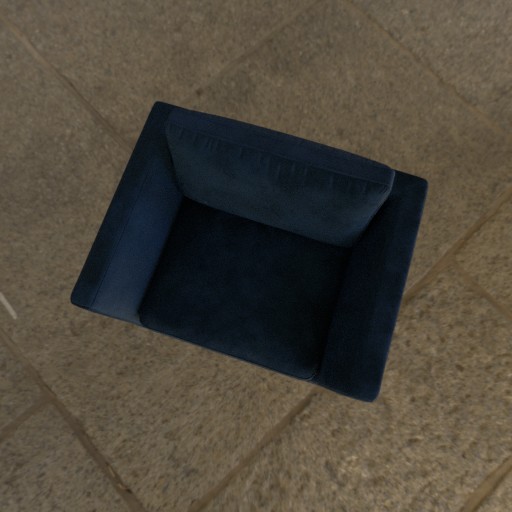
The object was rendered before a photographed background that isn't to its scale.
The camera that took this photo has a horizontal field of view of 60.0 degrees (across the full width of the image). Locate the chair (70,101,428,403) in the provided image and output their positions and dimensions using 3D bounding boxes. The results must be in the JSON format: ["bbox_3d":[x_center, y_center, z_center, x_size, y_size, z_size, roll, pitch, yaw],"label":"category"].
[{"bbox_3d":[0.000,0.000,1.614,0.977,0.893,0.746,17,76,4],"label":"chair"}]
